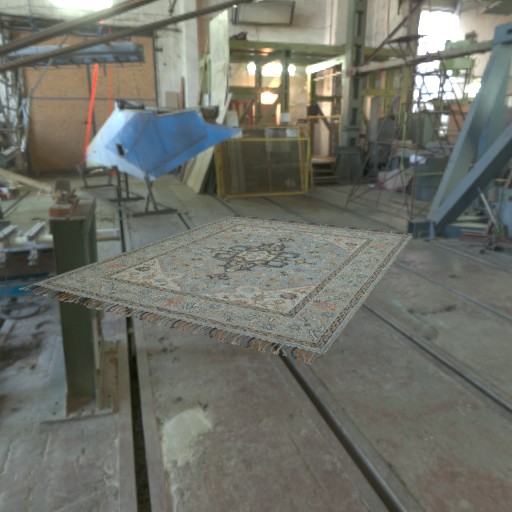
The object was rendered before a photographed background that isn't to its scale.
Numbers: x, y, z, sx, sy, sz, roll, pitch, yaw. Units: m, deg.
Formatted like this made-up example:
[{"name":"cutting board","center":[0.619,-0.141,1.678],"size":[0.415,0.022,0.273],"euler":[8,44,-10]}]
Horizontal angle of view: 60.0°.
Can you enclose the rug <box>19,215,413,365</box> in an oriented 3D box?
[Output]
[{"name":"rug","center":[0.000,0.000,4.170],"size":[2.379,0.011,3.221],"euler":[8,19,26]}]
